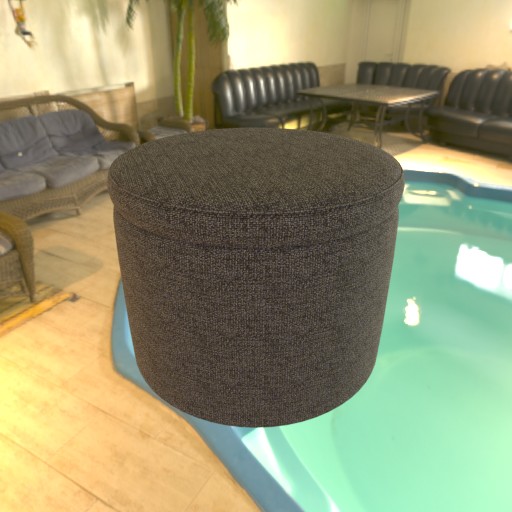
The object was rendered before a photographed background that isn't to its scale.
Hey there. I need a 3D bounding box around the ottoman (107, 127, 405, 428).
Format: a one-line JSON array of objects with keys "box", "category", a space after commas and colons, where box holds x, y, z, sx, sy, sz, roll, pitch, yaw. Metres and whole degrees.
[{"box": [0.000, 0.000, 0.885, 0.520, 0.430, 0.520, 0, 27, 0], "category": "ottoman"}]
